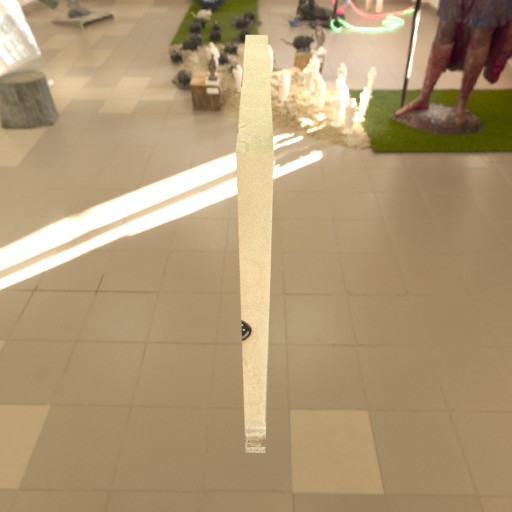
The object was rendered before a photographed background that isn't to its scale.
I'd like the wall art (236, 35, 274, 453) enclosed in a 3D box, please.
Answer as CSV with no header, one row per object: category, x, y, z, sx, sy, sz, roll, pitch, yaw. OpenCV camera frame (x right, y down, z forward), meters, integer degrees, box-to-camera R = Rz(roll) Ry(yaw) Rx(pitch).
wall art,0.000,0.000,0.770,0.036,0.607,0.403,0,41,0
